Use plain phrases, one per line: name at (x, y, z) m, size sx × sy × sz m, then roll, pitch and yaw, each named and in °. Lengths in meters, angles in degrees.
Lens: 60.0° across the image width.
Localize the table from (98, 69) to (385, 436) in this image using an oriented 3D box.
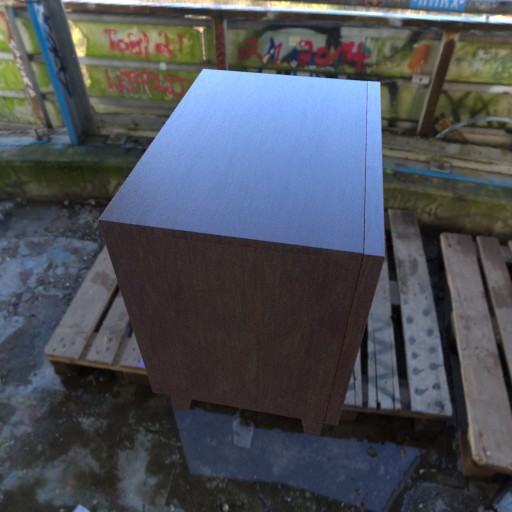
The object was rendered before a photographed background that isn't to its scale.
table at (0.000, 0.000, 1.015) m, size 0.449 × 0.609 × 0.557 m, roll 7°, pitch 45°, yaw 8°
